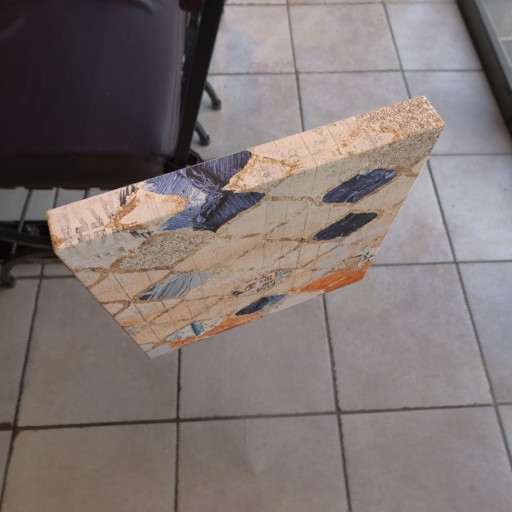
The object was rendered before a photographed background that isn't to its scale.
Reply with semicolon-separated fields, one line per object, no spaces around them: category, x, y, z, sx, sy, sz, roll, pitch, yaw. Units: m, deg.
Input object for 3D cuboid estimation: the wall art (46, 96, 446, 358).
wall art;0.000;0.000;0.461;0.303;0.304;0.036;-19;65;-9
